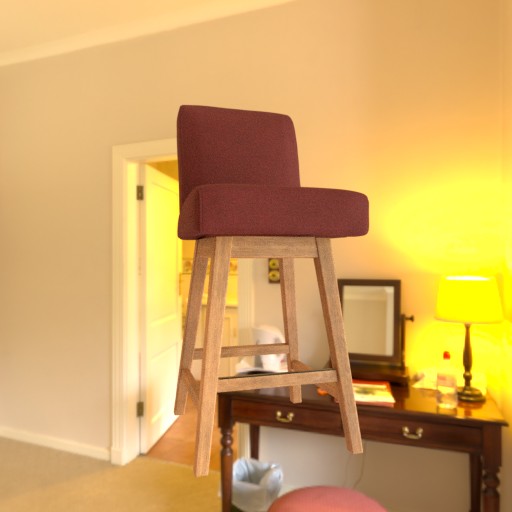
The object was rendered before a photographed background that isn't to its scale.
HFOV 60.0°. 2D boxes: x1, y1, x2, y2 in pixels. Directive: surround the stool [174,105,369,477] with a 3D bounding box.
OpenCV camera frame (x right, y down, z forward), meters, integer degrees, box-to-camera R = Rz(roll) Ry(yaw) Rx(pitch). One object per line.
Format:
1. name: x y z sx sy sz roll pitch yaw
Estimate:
1. stool: 0.000 0.000 1.332 0.468 1.038 0.562 0 0 -17
